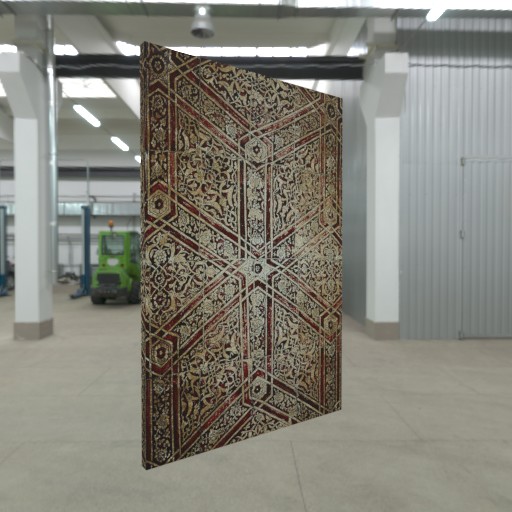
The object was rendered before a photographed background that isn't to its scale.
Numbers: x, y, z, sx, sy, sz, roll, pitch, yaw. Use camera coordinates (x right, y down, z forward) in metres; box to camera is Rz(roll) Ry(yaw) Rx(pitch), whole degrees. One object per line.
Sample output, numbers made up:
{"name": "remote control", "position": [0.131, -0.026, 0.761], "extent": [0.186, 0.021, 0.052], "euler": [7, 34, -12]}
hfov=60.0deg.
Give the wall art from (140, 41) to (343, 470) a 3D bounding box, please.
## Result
{"name": "wall art", "position": [0.000, 0.000, 1.122], "extent": [0.599, 0.904, 0.030], "euler": [-1, 1, -36]}
